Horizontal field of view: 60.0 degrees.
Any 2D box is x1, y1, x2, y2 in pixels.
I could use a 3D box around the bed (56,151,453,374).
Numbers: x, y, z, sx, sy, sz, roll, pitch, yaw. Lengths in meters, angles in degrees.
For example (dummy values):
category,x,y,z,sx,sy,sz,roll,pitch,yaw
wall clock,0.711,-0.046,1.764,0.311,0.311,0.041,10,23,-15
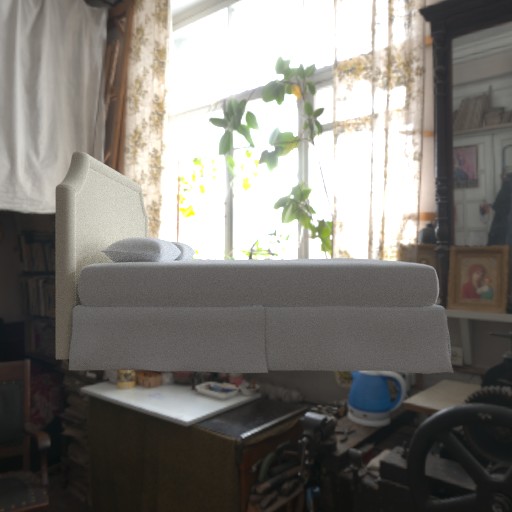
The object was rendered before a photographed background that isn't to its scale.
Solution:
category,x,y,z,sx,sy,sz,roll,pitch,yaw
bed,0.000,0.000,4.147,2.773,1.590,2.350,0,0,0
